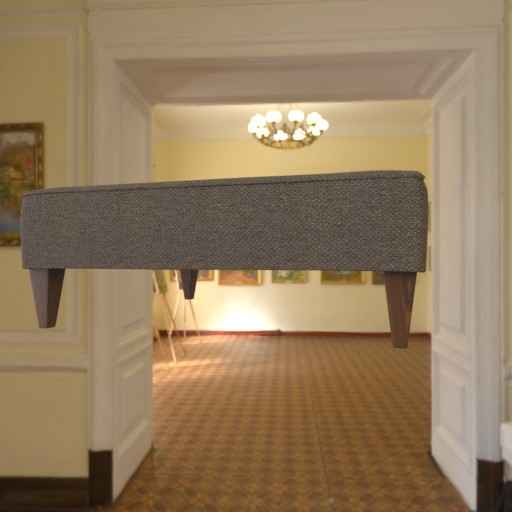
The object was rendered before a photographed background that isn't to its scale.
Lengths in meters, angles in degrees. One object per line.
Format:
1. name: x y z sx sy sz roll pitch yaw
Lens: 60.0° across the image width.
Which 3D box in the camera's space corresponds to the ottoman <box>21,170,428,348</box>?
1. ottoman: 0.000 0.000 1.441 0.981 0.378 0.970 0 0 17
